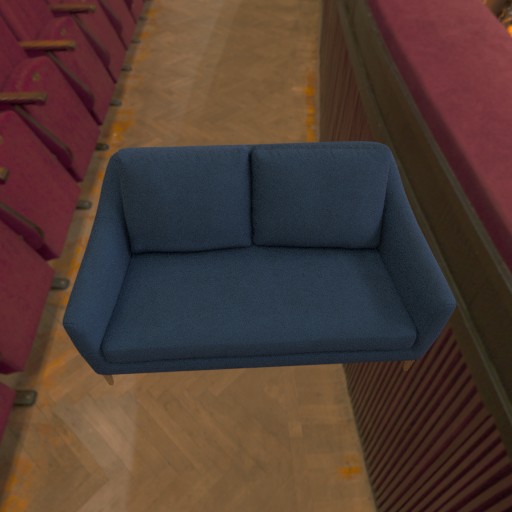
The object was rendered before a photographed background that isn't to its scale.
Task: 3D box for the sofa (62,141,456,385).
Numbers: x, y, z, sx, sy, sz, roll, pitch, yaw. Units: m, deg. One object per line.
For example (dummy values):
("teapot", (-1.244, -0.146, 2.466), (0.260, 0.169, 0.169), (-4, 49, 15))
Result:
("sofa", (0.000, 0.000, 2.212), (1.619, 0.902, 0.960), (-2, 47, -2))
